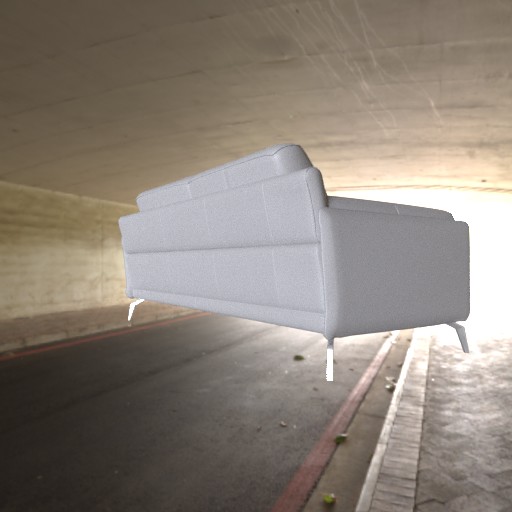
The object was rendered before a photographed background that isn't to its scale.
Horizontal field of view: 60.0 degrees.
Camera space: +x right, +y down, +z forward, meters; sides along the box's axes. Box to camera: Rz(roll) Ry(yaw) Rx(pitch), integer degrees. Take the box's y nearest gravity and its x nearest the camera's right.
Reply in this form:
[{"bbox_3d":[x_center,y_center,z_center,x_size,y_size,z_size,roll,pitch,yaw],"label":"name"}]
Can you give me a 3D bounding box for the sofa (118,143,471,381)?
[{"bbox_3d":[0.000,0.000,2.593,1.049,0.930,2.101,1,-1,-35],"label":"sofa"}]
